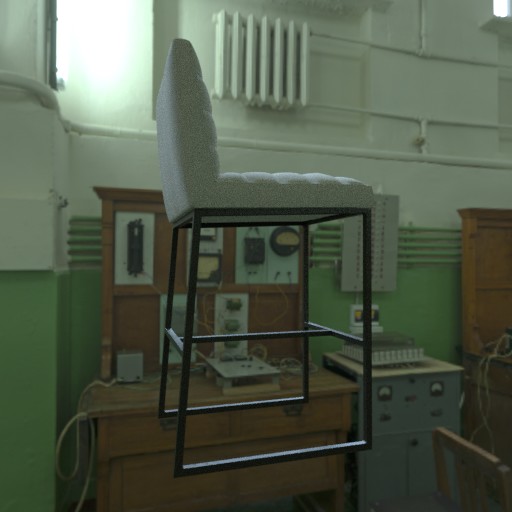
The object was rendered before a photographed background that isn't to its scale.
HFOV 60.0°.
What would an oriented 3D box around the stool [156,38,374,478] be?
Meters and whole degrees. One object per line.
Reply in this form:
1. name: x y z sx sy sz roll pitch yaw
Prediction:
1. stool: 0.000 0.000 1.348 0.573 1.061 0.464 0 -1 -17
